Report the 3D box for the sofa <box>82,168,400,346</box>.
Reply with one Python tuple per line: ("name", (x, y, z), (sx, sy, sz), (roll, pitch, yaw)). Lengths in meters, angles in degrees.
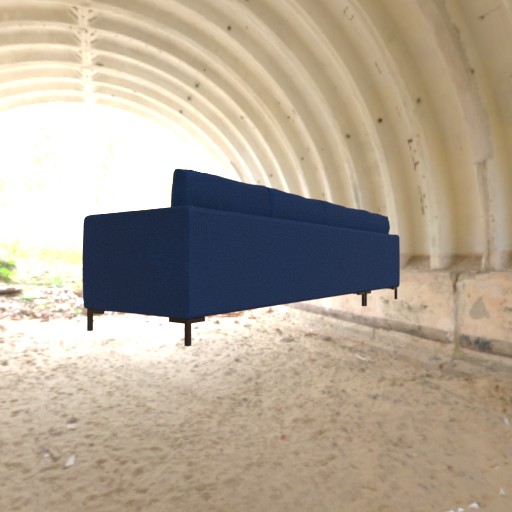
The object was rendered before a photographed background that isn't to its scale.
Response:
("sofa", (0.000, 0.000, 2.891), (1.128, 0.679, 2.450), (0, -1, 35))
